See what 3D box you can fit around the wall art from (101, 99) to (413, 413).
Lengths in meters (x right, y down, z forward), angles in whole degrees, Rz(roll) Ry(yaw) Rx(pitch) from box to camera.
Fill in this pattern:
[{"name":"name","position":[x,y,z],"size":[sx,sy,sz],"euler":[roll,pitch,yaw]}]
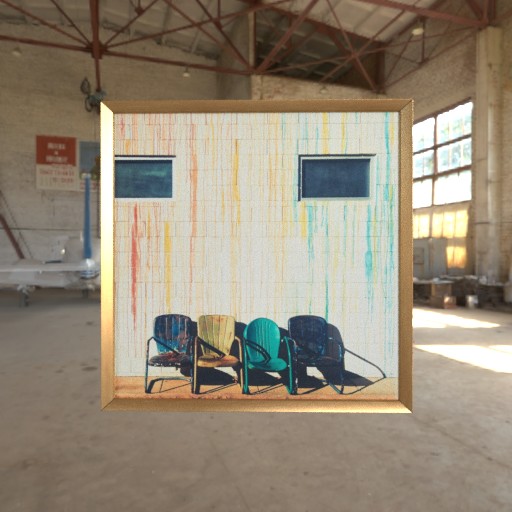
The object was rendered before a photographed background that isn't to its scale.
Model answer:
[{"name":"wall art","position":[0.000,0.000,0.438],"size":[0.302,0.302,0.019],"euler":[0,0,1]}]
